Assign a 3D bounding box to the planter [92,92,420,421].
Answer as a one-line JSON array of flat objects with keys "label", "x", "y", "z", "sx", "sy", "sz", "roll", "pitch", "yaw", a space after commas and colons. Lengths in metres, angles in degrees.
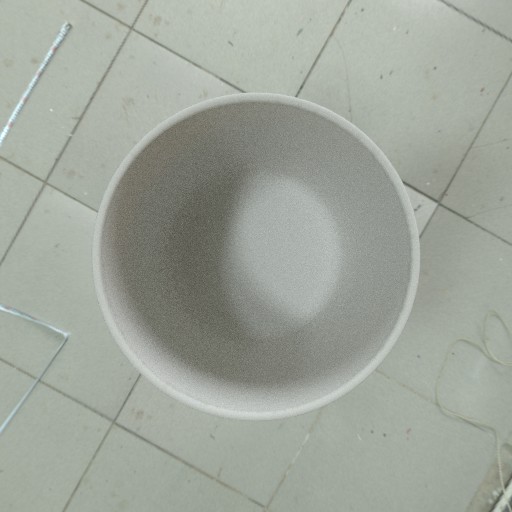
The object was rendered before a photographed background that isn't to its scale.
[{"label": "planter", "x": 0.000, "y": 0.000, "z": 0.790, "sx": 0.440, "sy": 0.398, "sz": 0.440, "roll": 0, "pitch": 91, "yaw": 0}]
